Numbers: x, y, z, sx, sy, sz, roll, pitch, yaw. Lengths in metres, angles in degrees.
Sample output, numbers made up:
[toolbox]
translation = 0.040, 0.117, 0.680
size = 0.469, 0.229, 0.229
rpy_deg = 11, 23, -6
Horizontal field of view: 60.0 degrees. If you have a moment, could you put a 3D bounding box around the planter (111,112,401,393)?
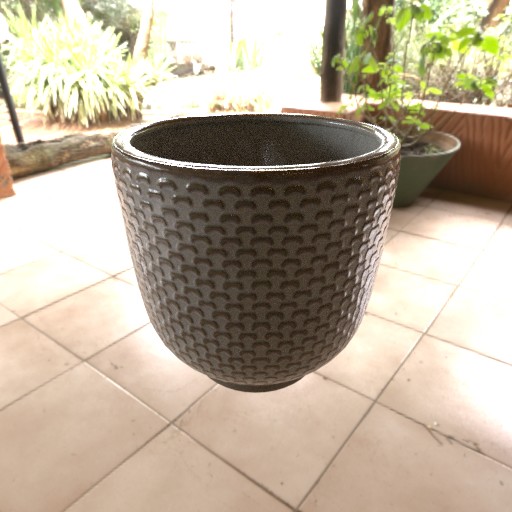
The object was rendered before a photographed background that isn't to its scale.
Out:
[planter]
translation = 0.000, 0.000, 0.350
size = 0.197, 0.191, 0.197
rpy_deg = 0, 26, 0
